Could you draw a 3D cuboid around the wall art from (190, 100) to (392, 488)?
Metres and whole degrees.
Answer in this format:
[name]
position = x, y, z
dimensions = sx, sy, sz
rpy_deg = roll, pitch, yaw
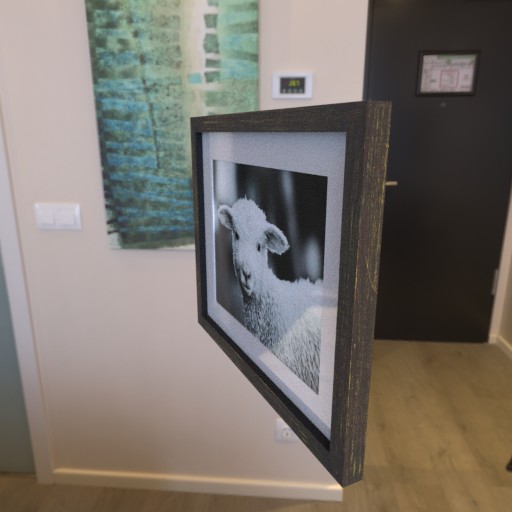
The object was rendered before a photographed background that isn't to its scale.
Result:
[wall art]
position = 0.000, 0.000, 0.740
dimensions = 0.032, 0.457, 0.558
rpy_deg = -7, 17, -25
